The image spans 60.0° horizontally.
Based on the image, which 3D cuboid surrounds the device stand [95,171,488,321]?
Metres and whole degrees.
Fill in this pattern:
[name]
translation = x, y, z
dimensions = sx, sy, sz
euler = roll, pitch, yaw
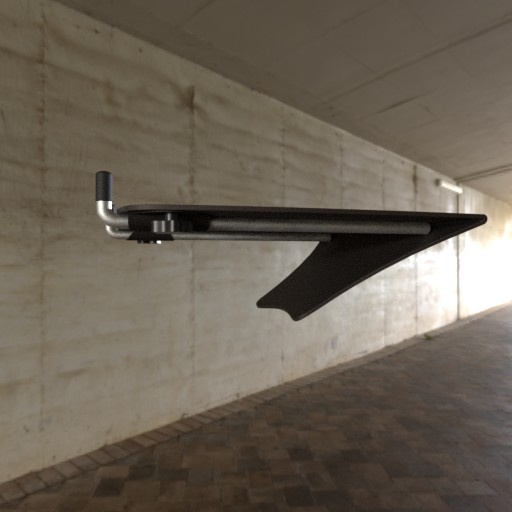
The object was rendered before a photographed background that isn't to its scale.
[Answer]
[device stand]
translation = 0.000, 0.000, 0.349
dimensions = 0.230, 0.092, 0.230
euler = 0, 0, -17
